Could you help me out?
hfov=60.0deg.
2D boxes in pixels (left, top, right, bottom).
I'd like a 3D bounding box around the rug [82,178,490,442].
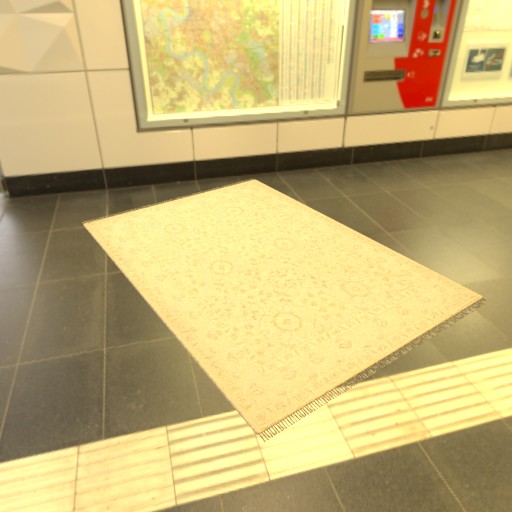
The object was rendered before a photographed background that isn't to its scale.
[{"bbox_3d":[0.000,0.000,2.797,1.514,0.011,2.233,-20,36,-30],"label":"rug"}]
